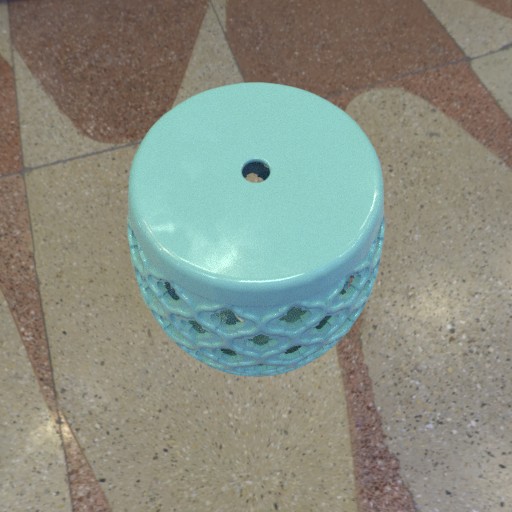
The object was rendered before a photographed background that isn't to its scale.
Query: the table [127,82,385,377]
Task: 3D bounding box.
[{"bbox_3d":[0.000,0.000,0.623,0.325,0.388,0.325,0,63,0],"label":"table"}]
